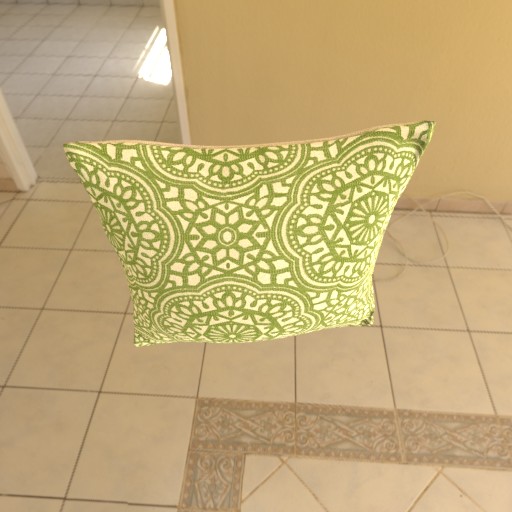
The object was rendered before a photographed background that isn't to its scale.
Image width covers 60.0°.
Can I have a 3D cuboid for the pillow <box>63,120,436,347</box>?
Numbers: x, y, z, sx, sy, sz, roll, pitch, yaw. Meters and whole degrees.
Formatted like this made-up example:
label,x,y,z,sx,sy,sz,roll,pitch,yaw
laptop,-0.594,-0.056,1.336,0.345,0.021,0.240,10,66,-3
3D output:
label,x,y,z,sx,sy,sz,roll,pitch,yaw
pillow,0.000,0.000,0.661,0.440,0.419,0.162,-5,47,-4
